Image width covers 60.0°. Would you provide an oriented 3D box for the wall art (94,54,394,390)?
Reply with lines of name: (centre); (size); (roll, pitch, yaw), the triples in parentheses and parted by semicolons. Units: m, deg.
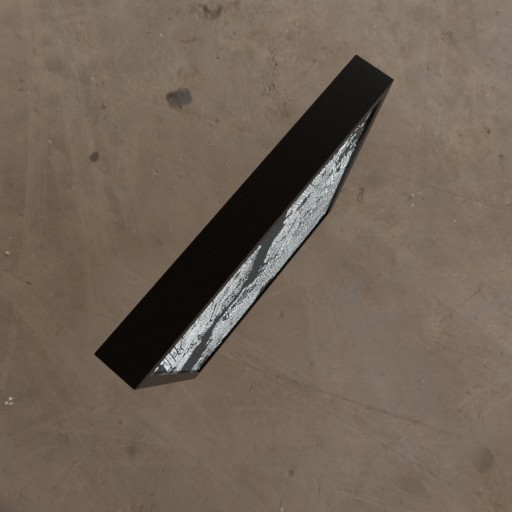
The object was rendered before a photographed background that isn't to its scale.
wall art: (0.000, 0.000, 0.466); (0.037, 0.299, 0.299); (38, 79, 9)
